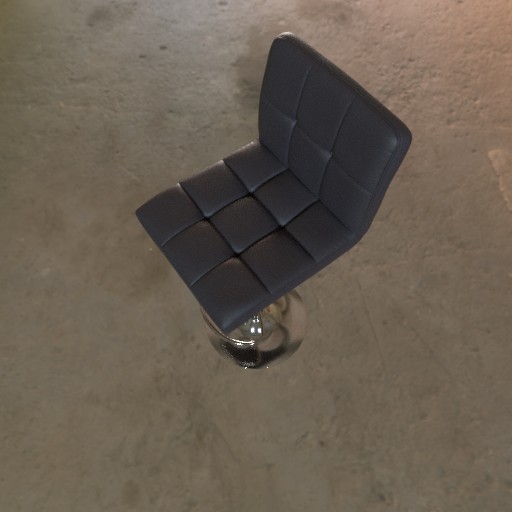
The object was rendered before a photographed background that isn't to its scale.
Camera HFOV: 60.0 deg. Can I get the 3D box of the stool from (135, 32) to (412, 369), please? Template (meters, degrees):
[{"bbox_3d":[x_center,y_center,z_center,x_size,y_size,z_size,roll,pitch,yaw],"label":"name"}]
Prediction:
[{"bbox_3d":[0.000,0.000,1.364,0.505,1.115,0.430,-33,67,-16],"label":"stool"}]
